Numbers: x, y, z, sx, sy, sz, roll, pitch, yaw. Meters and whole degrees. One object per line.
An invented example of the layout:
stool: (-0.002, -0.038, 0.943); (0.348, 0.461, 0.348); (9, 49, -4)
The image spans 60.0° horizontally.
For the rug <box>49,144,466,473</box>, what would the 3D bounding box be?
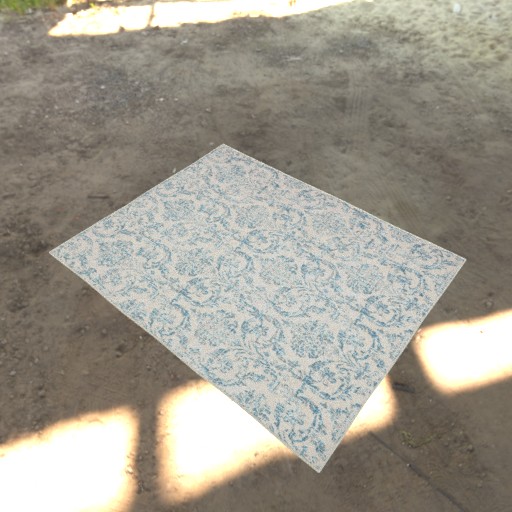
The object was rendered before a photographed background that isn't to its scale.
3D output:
rug: (0.000, 0.000, 4.031); (2.980, 0.012, 2.363); (31, 54, 26)
